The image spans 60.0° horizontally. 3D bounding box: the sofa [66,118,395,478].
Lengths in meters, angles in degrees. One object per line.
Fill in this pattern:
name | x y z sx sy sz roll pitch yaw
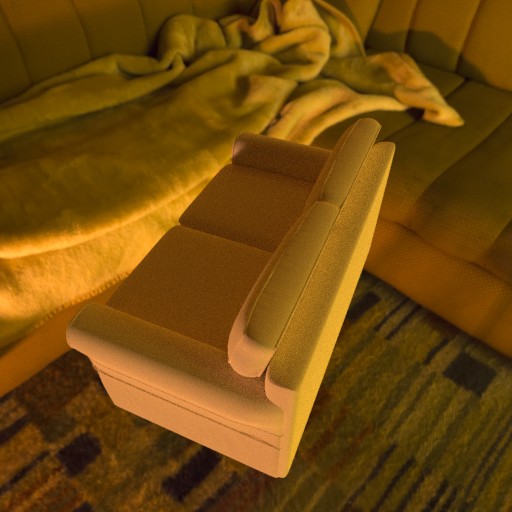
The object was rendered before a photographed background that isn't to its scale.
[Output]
sofa | 0.000 0.000 2.293 0.991 0.940 1.727 17 47 16
